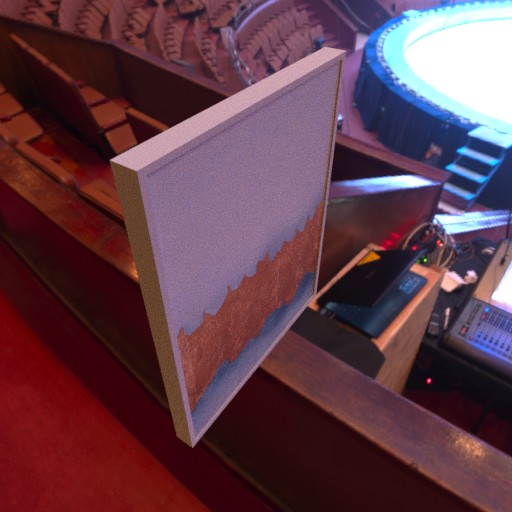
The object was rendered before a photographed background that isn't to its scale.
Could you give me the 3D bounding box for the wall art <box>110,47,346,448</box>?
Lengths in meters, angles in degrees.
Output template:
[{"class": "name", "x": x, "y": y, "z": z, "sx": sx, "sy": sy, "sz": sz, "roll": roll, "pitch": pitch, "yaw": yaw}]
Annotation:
[{"class": "wall art", "x": 0.000, "y": 0.000, "z": 0.748, "sx": 0.039, "sy": 0.553, "sz": 0.451, "roll": 24, "pitch": 46, "yaw": 25}]
